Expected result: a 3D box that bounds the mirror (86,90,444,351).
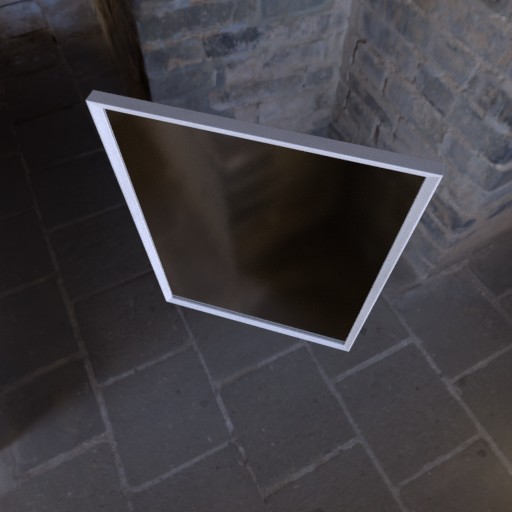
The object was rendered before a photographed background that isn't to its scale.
[{"bbox_3d":[0.000,0.000,1.353,0.762,1.016,0.041,14,60,8],"label":"mirror"}]
